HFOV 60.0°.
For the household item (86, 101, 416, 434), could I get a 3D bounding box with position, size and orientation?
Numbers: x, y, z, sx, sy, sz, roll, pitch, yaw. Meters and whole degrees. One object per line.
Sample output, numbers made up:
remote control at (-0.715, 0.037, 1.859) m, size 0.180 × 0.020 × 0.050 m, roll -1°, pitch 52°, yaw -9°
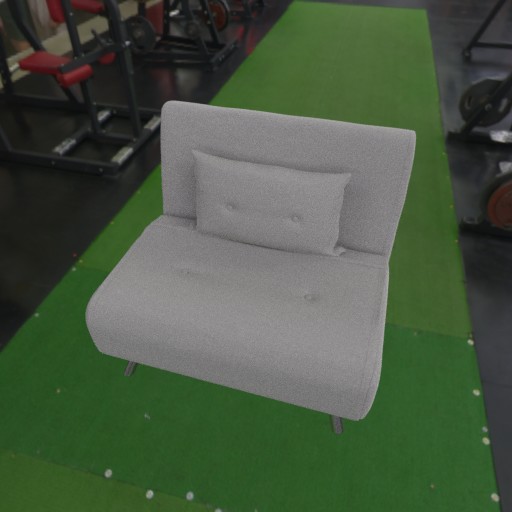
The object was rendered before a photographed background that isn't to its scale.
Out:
household item at (0.000, 0.000, 1.673) m, size 1.000 × 0.800 × 0.874 m, roll 11°, pitch 43°, yaw 12°
